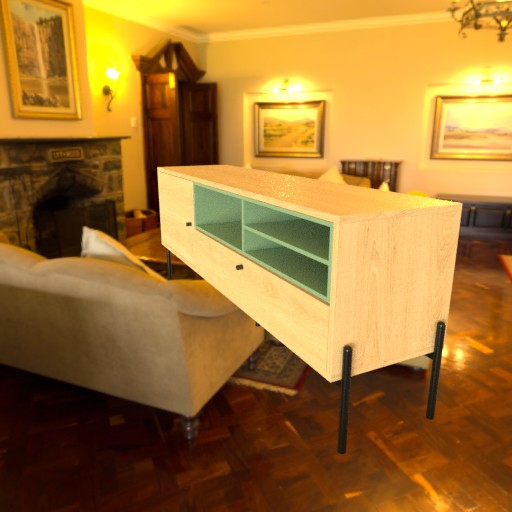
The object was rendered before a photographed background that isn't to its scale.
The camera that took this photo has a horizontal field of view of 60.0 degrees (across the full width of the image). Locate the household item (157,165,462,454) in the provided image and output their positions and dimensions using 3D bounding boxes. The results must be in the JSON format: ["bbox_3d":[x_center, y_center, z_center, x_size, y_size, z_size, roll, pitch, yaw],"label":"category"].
[{"bbox_3d":[0.000,0.000,1.751,0.400,0.600,1.550,-8,17,-26],"label":"household item"}]
